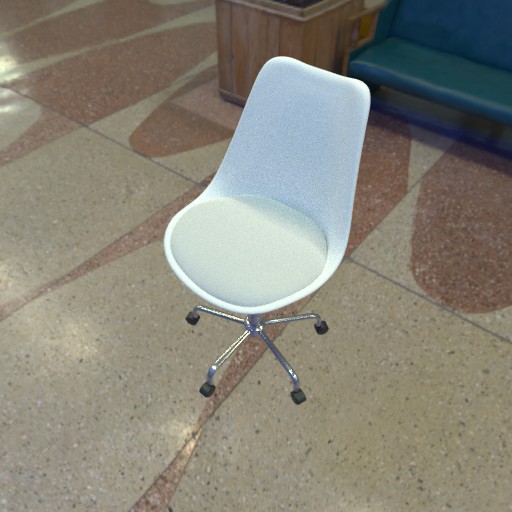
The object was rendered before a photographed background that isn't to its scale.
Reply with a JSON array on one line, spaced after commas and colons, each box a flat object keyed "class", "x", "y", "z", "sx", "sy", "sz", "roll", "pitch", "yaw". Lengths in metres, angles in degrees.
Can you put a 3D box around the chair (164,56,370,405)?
[{"class": "chair", "x": 0.000, "y": 0.000, "z": 1.296, "sx": 0.550, "sy": 0.930, "sz": 0.550, "roll": 32, "pitch": 54, "yaw": 27}]
